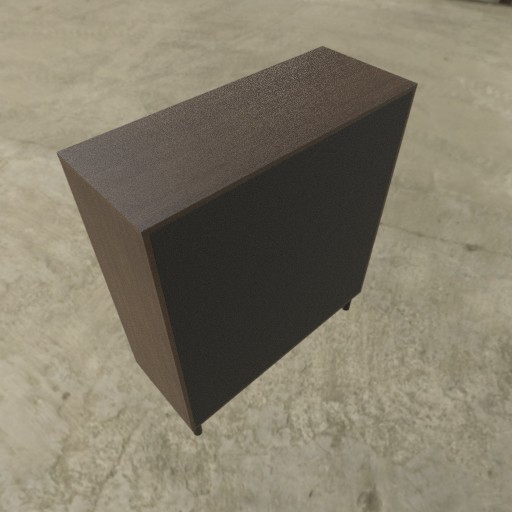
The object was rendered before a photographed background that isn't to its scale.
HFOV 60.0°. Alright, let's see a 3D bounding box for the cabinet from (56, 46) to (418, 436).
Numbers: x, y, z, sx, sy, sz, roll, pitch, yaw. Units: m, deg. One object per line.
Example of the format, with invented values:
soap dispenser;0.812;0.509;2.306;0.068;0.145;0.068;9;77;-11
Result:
cabinet;0.000;0.000;1.684;1.010;1.170;0.400;-33;55;-28
